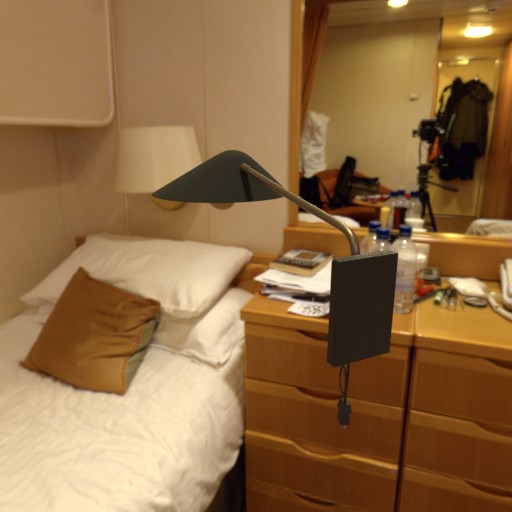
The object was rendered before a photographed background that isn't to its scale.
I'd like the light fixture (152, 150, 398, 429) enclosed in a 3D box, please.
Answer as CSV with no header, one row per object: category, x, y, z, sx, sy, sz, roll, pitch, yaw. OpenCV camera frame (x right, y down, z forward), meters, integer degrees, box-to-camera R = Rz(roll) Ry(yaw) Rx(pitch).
light fixture,0.000,0.000,0.683,0.240,0.312,0.516,-7,17,-25
